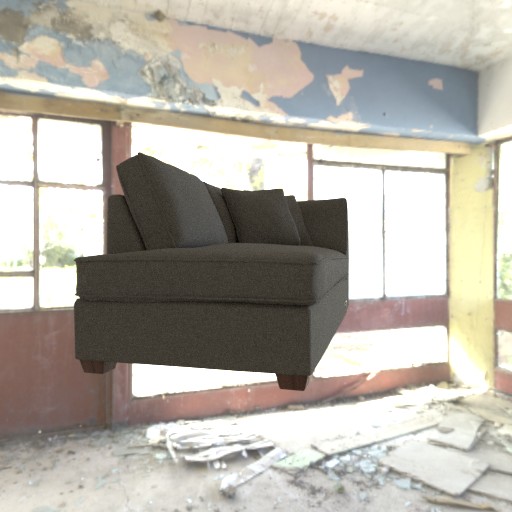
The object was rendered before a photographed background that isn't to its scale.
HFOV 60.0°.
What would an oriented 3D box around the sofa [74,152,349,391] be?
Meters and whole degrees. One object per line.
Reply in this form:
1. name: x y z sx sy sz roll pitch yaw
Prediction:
1. sofa: 0.000 0.000 2.874 1.110 1.033 2.237 0 1 16
